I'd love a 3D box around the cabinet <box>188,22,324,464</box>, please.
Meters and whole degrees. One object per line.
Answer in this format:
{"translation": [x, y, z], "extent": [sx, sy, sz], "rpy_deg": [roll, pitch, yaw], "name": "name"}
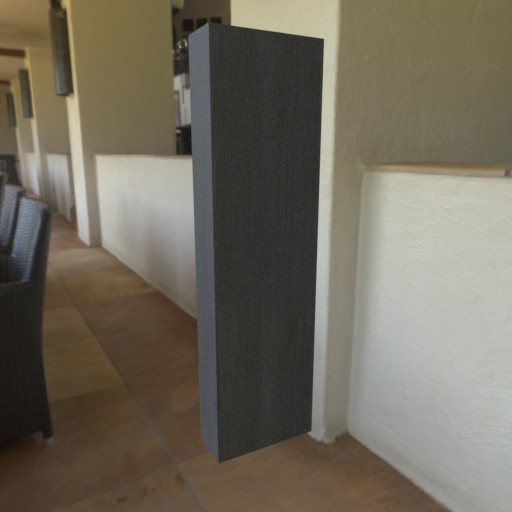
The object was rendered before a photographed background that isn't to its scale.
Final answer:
{"translation": [0.000, 0.000, 1.975], "extent": [0.500, 1.790, 0.230], "rpy_deg": [-7, 15, -27], "name": "cabinet"}
